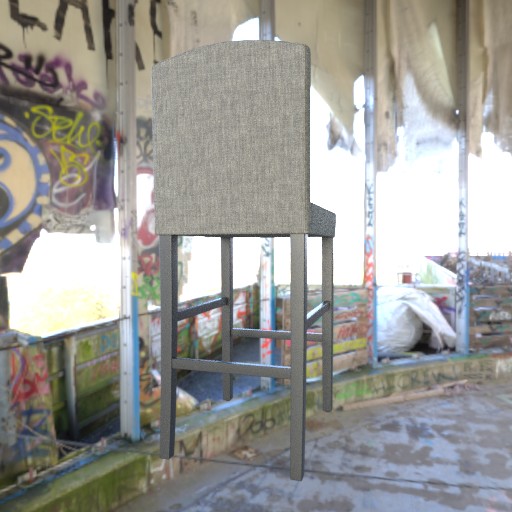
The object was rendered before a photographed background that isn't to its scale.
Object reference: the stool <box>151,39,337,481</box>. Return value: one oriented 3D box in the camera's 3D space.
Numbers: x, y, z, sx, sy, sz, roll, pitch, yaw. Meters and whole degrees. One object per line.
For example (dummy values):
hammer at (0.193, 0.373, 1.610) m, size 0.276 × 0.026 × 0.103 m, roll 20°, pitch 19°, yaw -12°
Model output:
stool at (0.000, 0.000, 1.427) m, size 0.451 × 1.138 × 0.552 m, roll 0°, pitch 1°, yaw 18°
